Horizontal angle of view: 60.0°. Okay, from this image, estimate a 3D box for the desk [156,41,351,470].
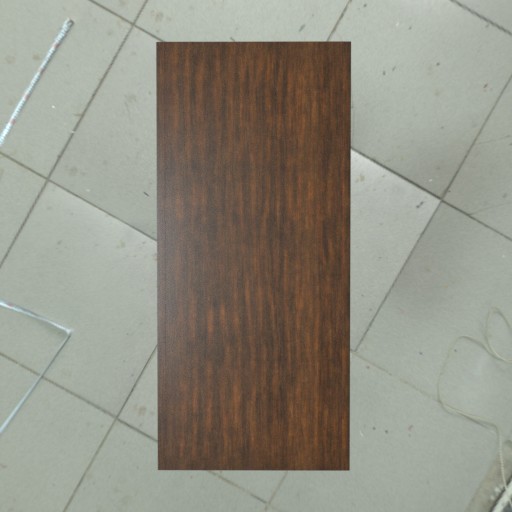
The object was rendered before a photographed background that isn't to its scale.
[{"bbox_3d":[0.000,0.000,2.008,0.724,0.762,1.575,0,91,0],"label":"desk"}]
